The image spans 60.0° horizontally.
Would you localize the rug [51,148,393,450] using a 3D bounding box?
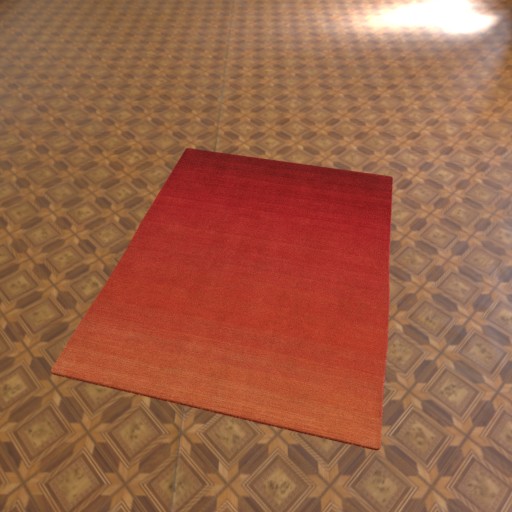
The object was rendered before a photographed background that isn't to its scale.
[{"bbox_3d":[0.000,0.000,3.934,2.340,0.028,2.905,10,48,9],"label":"rug"}]
